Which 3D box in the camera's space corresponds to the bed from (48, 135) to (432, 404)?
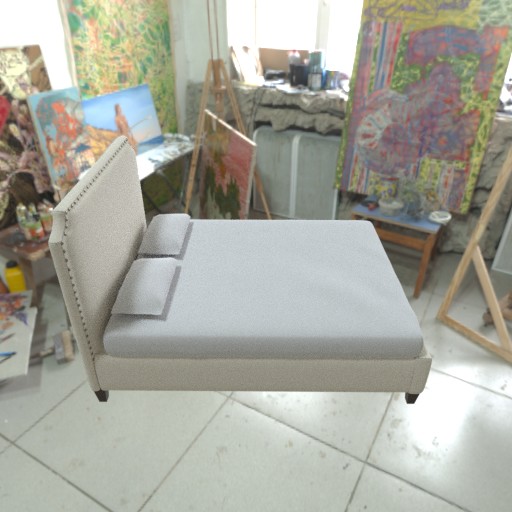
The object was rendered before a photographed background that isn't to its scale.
[{"bbox_3d":[0.000,0.000,3.503,2.372,1.497,1.712,0,32,0],"label":"bed"}]
